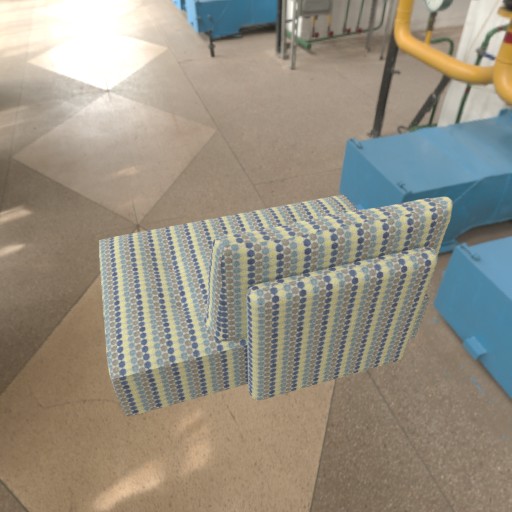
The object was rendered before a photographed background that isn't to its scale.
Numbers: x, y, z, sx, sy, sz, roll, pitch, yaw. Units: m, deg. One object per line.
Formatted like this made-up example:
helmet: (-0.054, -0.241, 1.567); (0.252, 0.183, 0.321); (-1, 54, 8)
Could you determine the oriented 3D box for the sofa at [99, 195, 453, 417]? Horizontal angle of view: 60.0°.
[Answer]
sofa: (0.000, 0.000, 2.072); (1.450, 0.820, 1.000); (-12, 43, -13)
